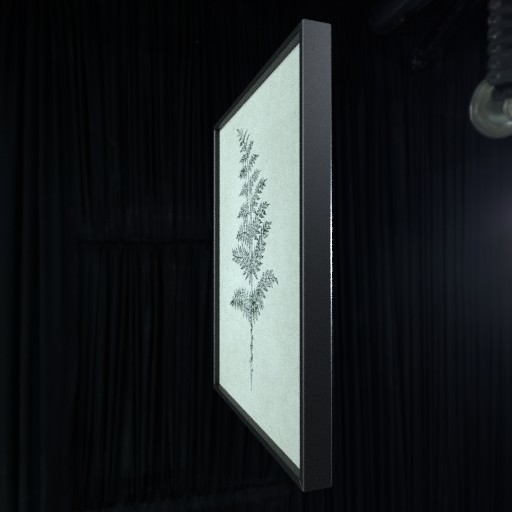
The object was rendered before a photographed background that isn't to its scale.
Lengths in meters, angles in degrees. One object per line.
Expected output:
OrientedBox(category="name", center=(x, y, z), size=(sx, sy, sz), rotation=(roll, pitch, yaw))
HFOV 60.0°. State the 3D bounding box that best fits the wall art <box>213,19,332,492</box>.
OrientedBox(category="wall art", center=(0.000, 0.000, 0.738), size=(0.039, 0.555, 0.449), rotation=(0, -1, -19))
